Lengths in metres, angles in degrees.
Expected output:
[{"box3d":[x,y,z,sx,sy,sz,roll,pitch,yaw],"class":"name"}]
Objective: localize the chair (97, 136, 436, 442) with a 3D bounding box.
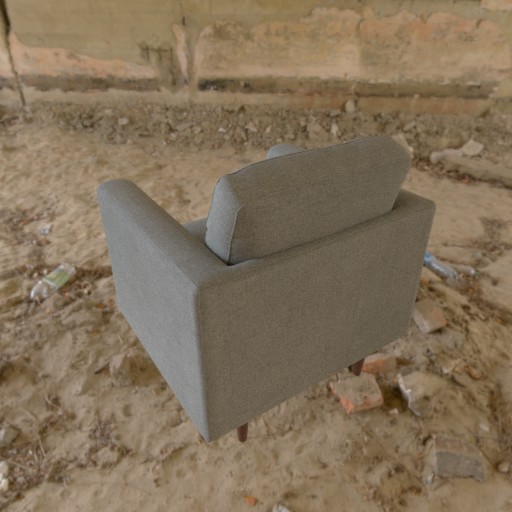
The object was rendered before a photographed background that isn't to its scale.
[{"box3d":[0.000,0.000,1.576,0.855,0.927,0.800,-19,36,-28],"class":"chair"}]
